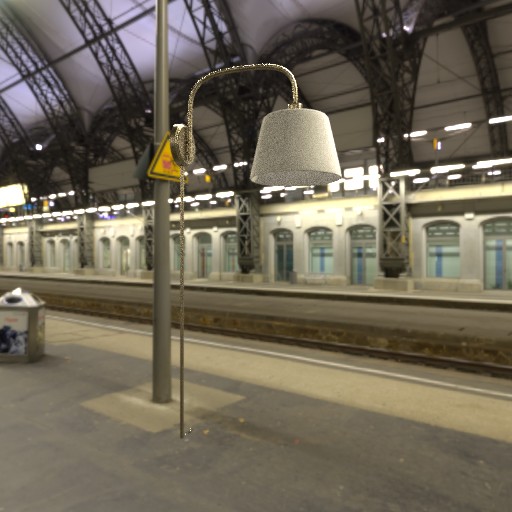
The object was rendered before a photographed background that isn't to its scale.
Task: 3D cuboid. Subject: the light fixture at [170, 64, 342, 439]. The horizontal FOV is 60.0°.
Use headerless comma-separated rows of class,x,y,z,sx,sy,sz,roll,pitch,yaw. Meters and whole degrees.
light fixture,0.000,0.000,0.461,0.176,0.399,0.092,0,0,17
